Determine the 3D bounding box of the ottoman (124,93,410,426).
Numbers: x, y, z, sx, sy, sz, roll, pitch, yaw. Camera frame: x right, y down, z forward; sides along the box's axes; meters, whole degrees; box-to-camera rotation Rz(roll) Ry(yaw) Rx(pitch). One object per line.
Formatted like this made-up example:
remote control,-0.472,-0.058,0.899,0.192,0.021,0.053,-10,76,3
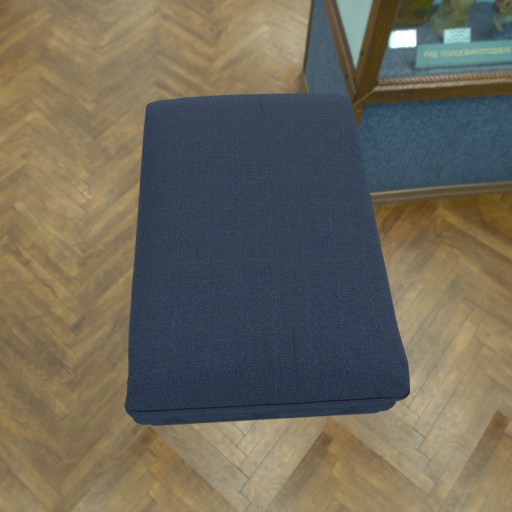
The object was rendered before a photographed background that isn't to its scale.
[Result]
ottoman,0.000,0.000,1.109,0.558,0.486,0.767,-3,63,-1
